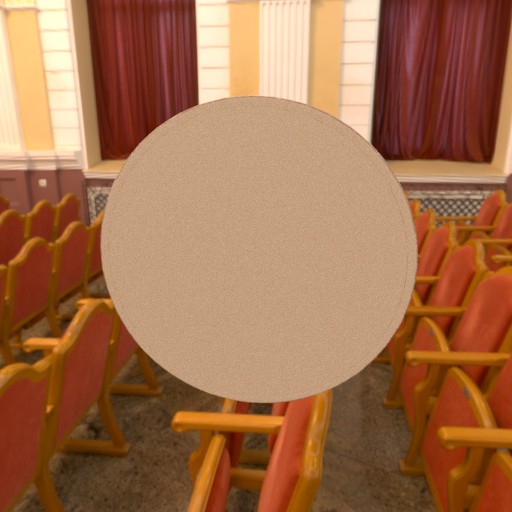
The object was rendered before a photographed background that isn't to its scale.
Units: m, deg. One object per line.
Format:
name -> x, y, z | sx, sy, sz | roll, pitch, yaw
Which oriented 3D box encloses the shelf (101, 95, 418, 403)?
shelf -> 0.000, 0.000, 1.196 | 0.806, 0.807, 0.158 | 2, 16, 7
